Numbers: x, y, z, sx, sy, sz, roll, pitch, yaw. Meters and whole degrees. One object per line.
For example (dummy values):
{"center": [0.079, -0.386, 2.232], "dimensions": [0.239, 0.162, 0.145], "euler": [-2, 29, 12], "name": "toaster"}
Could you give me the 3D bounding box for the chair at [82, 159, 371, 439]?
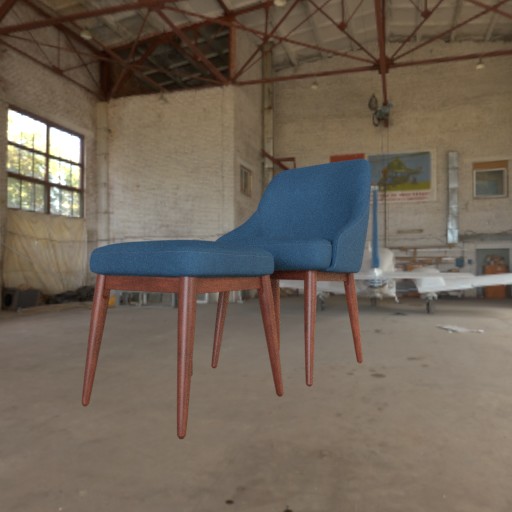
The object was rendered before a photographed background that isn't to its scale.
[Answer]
{"center": [0.000, 0.000, 1.589], "dimensions": [0.584, 0.866, 1.114], "euler": [-1, -1, 37], "name": "chair"}
